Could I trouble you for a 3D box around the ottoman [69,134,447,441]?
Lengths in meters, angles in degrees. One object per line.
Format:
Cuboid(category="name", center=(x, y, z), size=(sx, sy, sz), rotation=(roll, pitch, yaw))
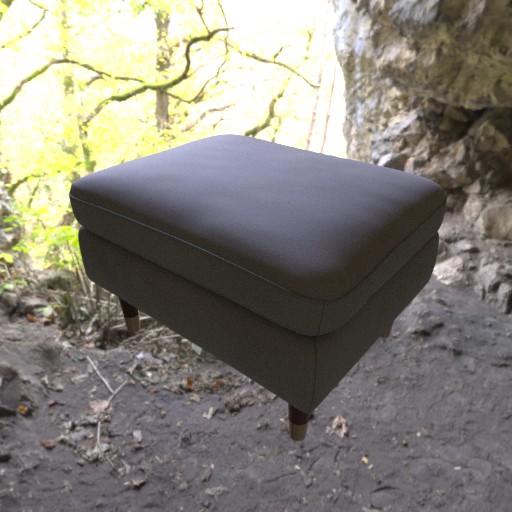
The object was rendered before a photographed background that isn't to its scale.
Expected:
Cuboid(category="ottoman", center=(0.000, 0.000, 1.112), size=(0.747, 0.478, 0.593), rotation=(22, 37, 33))
